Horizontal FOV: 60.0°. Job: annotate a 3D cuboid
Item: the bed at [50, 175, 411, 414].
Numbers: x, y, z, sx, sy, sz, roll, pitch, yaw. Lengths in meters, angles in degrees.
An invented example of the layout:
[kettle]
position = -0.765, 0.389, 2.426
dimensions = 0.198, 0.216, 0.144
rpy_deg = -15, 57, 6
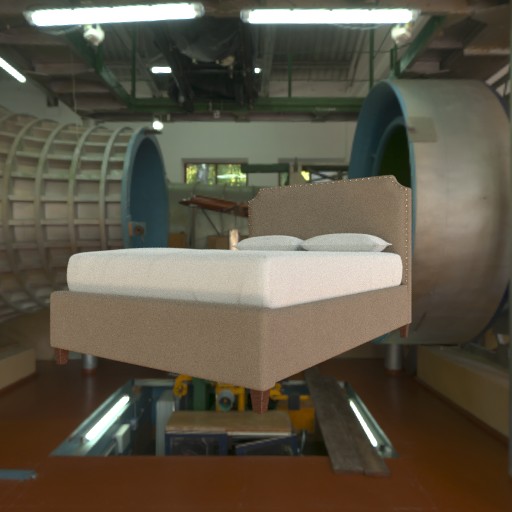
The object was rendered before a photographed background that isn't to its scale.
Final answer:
[bed]
position = 0.000, 0.000, 3.382
dimensions = 1.703, 1.415, 2.329
rpy_deg = 0, 0, 35
